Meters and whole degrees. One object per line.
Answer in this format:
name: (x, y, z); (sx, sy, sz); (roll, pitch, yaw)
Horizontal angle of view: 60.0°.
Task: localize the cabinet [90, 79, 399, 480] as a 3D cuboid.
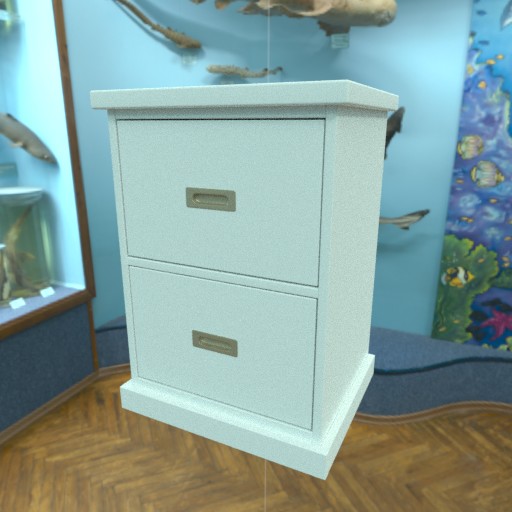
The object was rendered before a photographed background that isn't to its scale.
cabinet: (0.000, 0.000, 1.047); (0.520, 0.723, 0.431); (8, 18, 25)
